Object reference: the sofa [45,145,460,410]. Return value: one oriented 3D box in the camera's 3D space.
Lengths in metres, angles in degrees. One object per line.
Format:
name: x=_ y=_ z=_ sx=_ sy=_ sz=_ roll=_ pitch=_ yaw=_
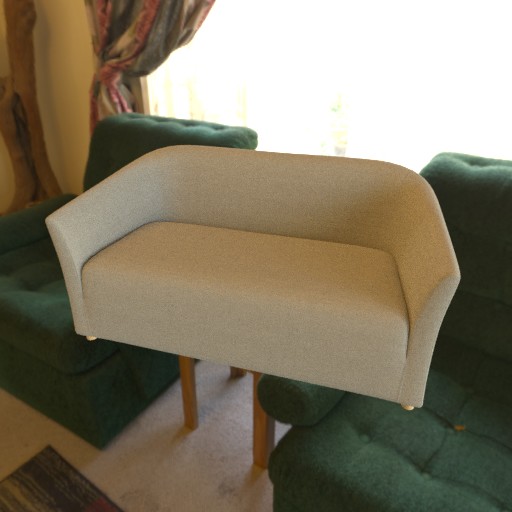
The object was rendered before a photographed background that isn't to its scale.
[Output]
sofa: x=0.000 y=0.000 z=1.856 sx=1.452 sy=0.721 sz=0.705 roll=8 pitch=29 yaw=15
